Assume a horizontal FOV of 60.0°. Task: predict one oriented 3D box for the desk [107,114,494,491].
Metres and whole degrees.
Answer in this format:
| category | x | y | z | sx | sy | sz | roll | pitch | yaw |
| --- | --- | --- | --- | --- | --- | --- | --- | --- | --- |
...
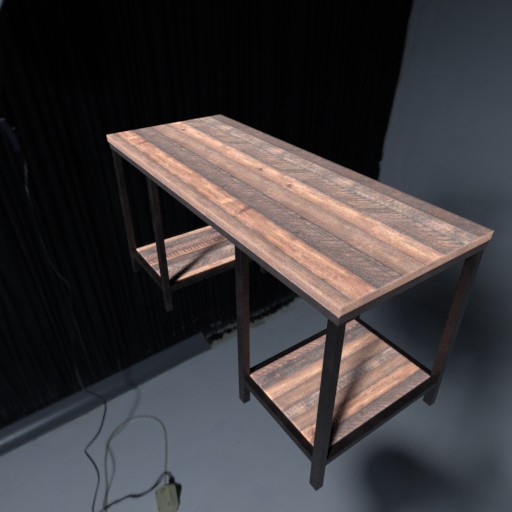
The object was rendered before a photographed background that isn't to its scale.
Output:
| category | x | y | z | sx | sy | sz | roll | pitch | yaw |
| --- | --- | --- | --- | --- | --- | --- | --- | --- | --- |
| desk | 0.000 | 0.000 | 1.875 | 0.617 | 0.753 | 1.538 | -21 | 38 | -29 |
